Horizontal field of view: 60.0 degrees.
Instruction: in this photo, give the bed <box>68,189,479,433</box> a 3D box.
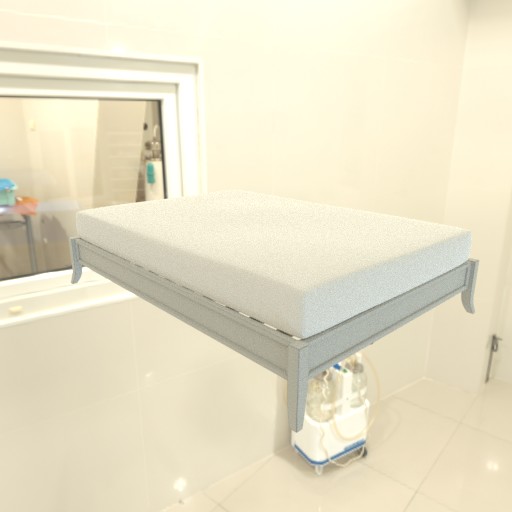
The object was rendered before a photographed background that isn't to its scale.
[{"bbox_3d":[0.000,0.000,2.595,1.460,0.510,1.985,-15,22,-40],"label":"bed"}]
